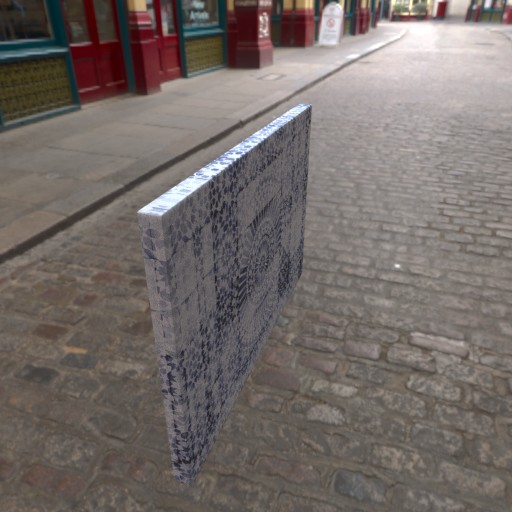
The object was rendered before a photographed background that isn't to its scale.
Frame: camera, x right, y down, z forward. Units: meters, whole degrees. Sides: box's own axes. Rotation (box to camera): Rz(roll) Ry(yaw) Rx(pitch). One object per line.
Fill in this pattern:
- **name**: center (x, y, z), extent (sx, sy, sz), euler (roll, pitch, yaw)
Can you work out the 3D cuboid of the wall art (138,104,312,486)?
- **wall art**: center (0.000, 0.000, 0.766), extent (0.030, 0.406, 0.608), euler (10, 30, 17)
